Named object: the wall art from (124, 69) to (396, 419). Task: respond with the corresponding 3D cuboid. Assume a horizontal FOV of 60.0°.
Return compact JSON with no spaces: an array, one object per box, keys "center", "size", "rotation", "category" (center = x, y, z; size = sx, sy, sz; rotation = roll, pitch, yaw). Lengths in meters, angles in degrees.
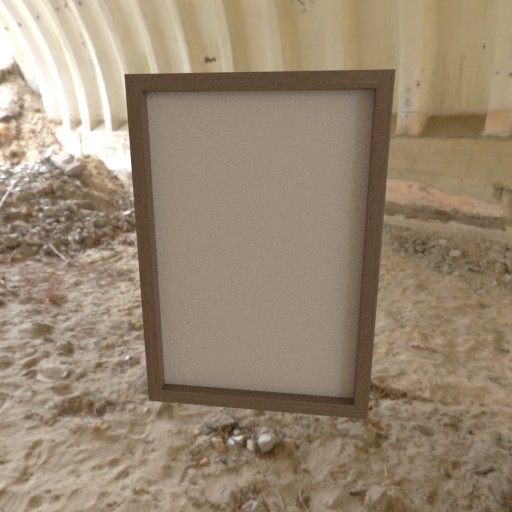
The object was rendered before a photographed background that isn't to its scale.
[{"center":[0.000,0.000,0.664],"size":[0.358,0.510,0.032],"rotation":[2,16,8],"category":"wall art"}]
